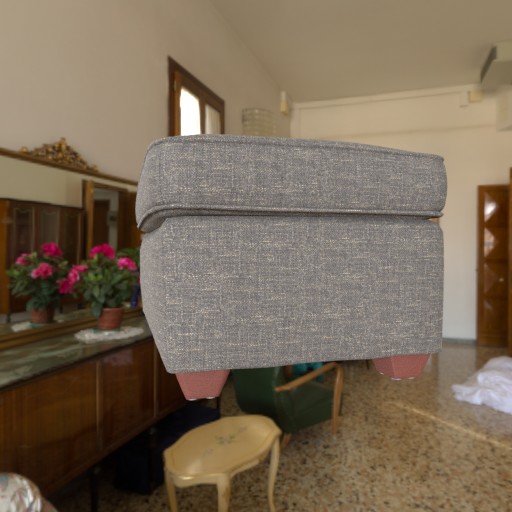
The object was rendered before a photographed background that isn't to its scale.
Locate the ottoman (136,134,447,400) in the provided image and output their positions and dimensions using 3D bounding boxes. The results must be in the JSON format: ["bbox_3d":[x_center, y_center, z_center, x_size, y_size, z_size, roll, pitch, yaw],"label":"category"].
[{"bbox_3d":[0.000,0.000,1.076,0.549,0.450,0.749,0,1,-17],"label":"ottoman"}]
